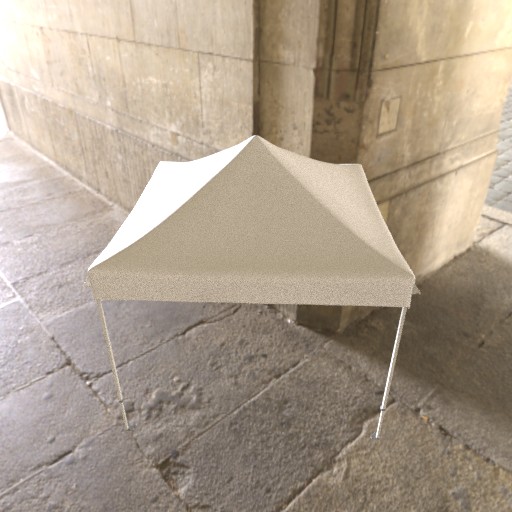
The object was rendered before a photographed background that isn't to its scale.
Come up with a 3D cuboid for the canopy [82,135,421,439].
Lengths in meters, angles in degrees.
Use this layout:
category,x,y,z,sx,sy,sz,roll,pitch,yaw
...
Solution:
category,x,y,z,sx,sy,sz,roll,pitch,yaw
canopy,0.000,0.000,5.485,2.996,2.998,2.994,1,31,2
